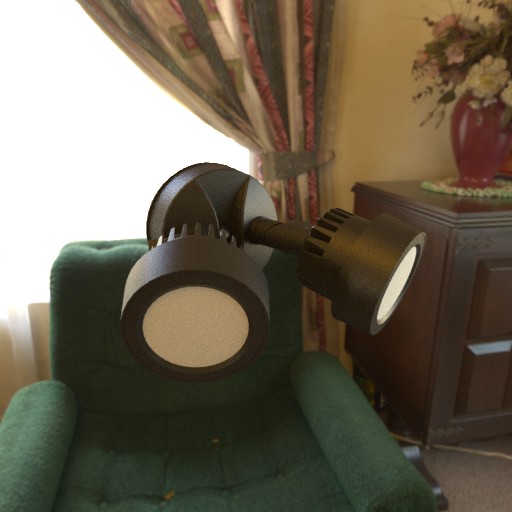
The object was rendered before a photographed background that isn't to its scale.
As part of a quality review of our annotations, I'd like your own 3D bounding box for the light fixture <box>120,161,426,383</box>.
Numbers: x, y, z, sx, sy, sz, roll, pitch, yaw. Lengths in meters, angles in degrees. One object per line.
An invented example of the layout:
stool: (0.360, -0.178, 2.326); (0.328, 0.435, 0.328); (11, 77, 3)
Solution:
light fixture: (0.000, 0.000, 0.312); (0.213, 0.120, 0.168); (-9, 18, -28)
